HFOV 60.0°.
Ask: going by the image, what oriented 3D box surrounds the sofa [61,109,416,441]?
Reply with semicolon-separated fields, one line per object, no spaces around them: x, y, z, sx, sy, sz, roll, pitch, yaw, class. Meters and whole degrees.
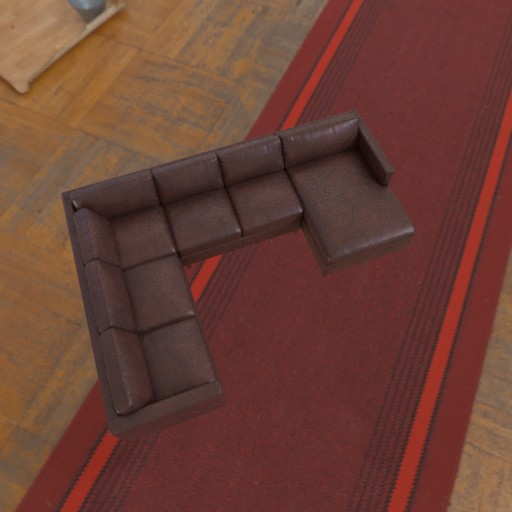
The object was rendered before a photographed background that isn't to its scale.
0.000;0.000;4.489;3.324;0.891;2.452;-18;64;-9;sofa
